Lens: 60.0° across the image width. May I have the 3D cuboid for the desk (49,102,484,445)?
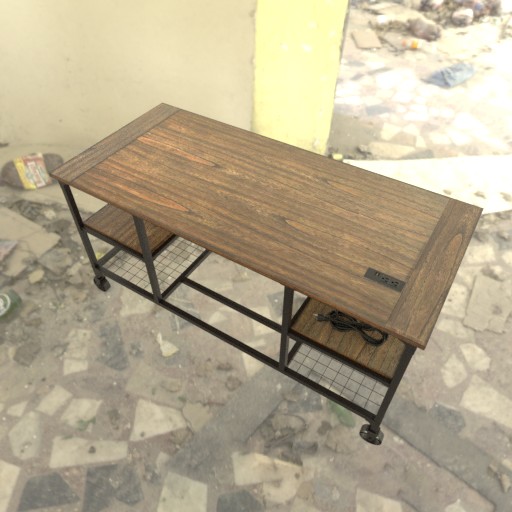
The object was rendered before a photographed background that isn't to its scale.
[{"bbox_3d":[0.000,0.000,2.002,1.590,0.751,0.711,24,51,22],"label":"desk"}]
